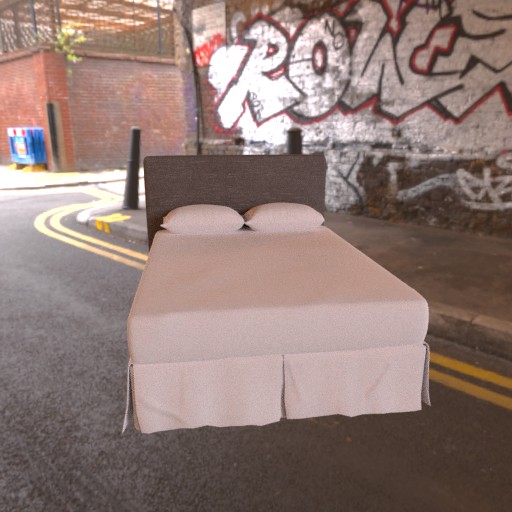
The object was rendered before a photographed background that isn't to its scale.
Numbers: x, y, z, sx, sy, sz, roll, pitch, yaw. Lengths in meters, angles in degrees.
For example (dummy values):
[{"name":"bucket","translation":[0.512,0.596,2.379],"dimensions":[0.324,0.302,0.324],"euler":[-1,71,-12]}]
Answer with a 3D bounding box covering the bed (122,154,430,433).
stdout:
[{"name":"bed","translation":[0.000,0.000,3.217],"dimensions":[1.723,1.330,2.142],"euler":[-2,16,-8]}]
